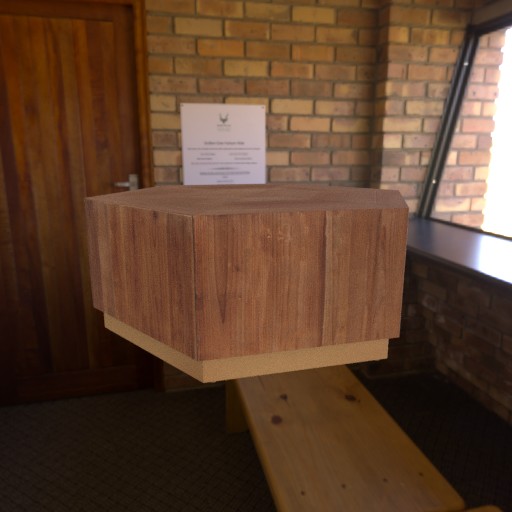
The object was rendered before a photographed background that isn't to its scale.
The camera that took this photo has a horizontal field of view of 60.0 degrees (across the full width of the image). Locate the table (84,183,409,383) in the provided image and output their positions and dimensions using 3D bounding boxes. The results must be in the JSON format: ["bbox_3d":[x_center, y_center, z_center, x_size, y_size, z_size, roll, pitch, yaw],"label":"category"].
[{"bbox_3d":[0.000,0.000,1.632,1.154,0.456,1.000,13,18,43],"label":"table"}]
